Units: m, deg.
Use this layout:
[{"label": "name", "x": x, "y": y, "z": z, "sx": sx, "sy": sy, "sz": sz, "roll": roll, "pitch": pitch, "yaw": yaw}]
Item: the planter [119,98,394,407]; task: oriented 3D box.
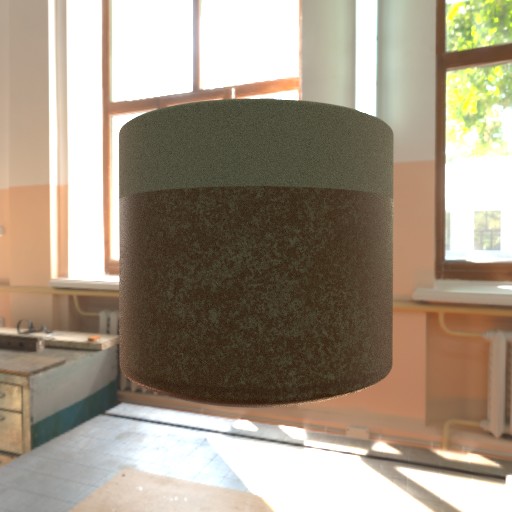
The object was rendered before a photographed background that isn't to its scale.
[{"label": "planter", "x": 0.000, "y": 0.000, "z": 0.268, "sx": 0.159, "sy": 0.138, "sz": 0.159, "roll": 0, "pitch": 1, "yaw": 0}]
